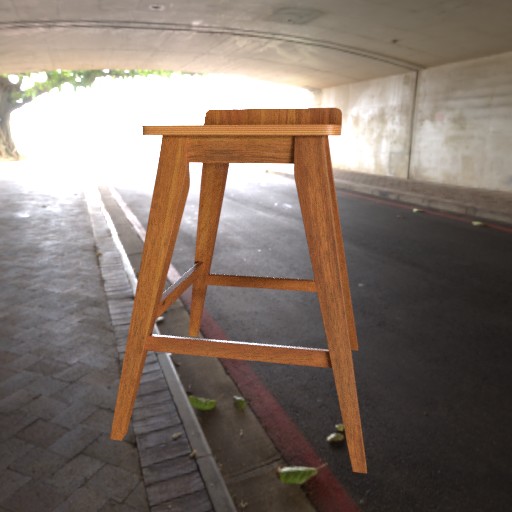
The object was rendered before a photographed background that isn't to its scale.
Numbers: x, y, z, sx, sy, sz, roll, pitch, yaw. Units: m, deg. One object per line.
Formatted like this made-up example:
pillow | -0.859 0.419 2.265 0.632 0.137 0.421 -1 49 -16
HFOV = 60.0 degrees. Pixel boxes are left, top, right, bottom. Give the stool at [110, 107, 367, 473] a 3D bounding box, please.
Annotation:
stool | 0.000 0.000 0.992 0.500 0.650 0.500 3 16 10
